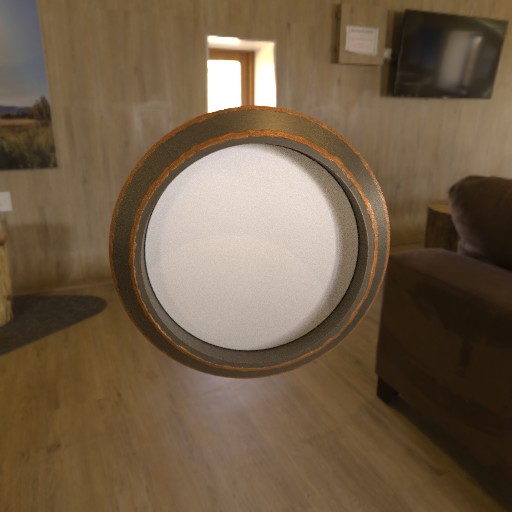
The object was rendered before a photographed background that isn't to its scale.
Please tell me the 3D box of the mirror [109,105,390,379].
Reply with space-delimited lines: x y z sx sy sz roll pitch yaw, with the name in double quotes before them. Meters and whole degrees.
"mirror" 0.000 0.000 1.406 0.907 0.907 0.111 -2 17 -7
